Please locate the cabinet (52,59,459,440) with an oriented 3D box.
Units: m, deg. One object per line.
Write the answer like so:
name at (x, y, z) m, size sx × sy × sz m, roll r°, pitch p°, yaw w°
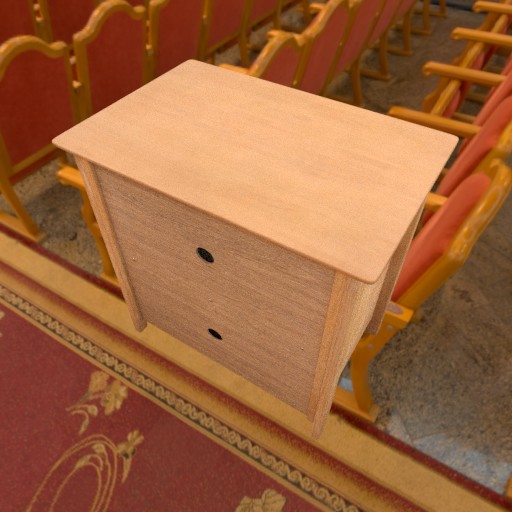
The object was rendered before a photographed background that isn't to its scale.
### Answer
cabinet at (0.000, 0.000, 1.261) m, size 0.763 × 0.762 × 0.503 m, roll 25°, pitch 52°, yaw 21°
